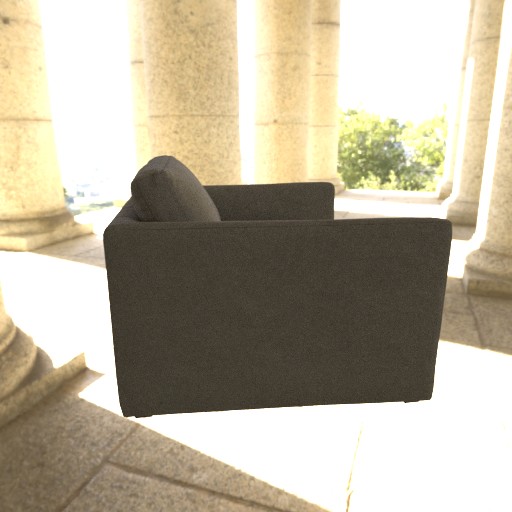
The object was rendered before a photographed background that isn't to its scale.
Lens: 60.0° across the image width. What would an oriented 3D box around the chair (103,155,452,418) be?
[{"bbox_3d":[0.000,0.000,1.903,1.091,0.845,1.190,-2,15,-9],"label":"chair"}]
